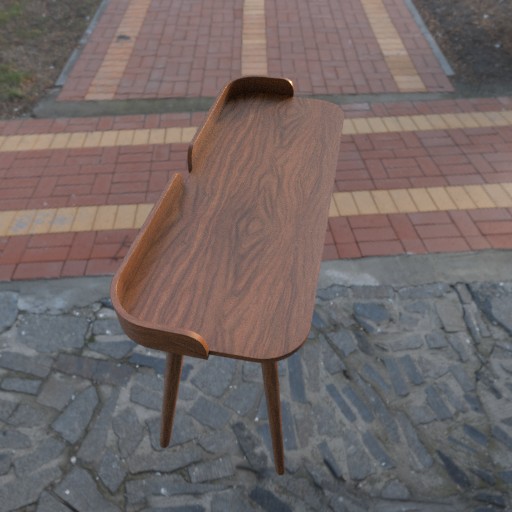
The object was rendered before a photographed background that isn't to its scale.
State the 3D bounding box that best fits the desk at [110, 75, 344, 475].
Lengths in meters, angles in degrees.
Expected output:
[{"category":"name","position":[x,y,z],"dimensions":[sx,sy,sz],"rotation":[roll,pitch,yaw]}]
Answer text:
[{"category":"desk","position":[0.000,0.000,1.668],"dimensions":[0.486,0.800,1.256],"rotation":[9,48,8]}]
